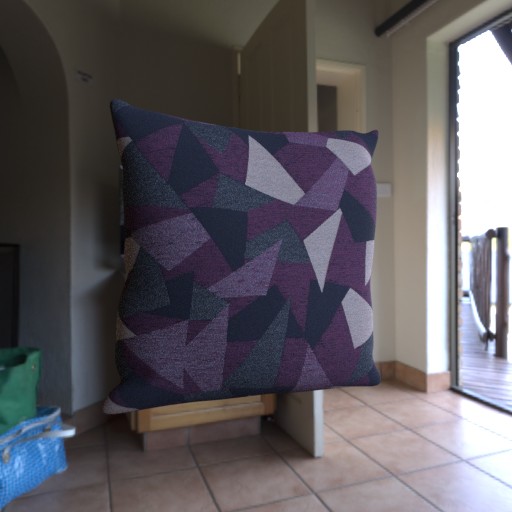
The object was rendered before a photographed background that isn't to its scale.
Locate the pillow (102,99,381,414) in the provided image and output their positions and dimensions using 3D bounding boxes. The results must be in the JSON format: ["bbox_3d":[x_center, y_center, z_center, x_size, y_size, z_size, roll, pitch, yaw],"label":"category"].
[{"bbox_3d":[0.000,0.000,0.765,0.503,0.496,0.208,0,0,-18],"label":"pillow"}]
